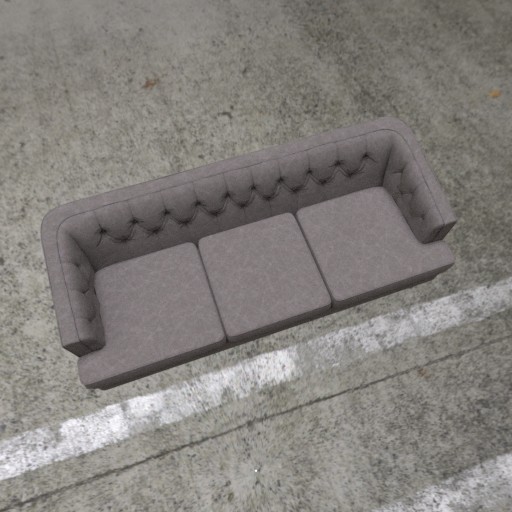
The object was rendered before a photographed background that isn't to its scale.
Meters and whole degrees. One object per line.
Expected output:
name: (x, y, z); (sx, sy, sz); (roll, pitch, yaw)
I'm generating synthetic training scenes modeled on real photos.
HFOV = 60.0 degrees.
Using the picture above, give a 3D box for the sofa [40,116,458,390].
sofa: (0.000, 0.000, 2.692); (2.247, 0.806, 0.917); (-17, 65, -8)
